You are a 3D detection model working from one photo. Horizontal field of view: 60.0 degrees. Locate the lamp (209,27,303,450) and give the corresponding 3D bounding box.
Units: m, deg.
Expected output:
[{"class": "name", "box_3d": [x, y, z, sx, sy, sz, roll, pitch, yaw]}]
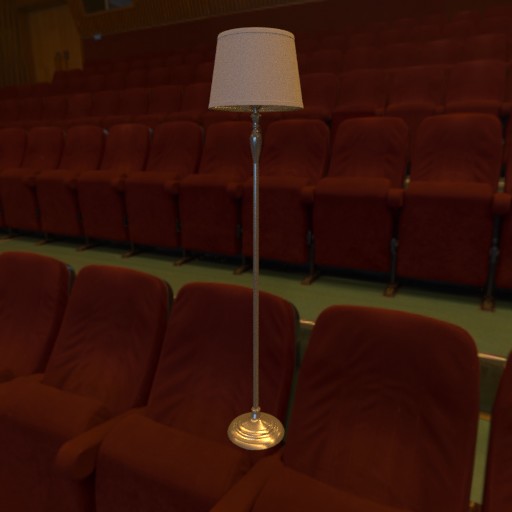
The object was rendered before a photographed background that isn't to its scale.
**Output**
[{"class": "lamp", "box_3d": [0.000, 0.000, 1.663, 0.327, 1.506, 0.327, 7, 16, 26]}]
